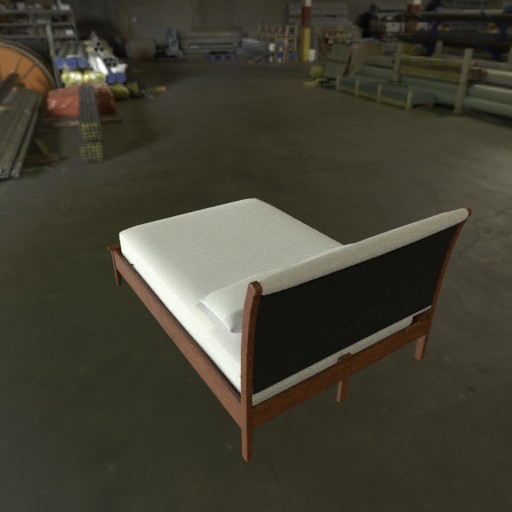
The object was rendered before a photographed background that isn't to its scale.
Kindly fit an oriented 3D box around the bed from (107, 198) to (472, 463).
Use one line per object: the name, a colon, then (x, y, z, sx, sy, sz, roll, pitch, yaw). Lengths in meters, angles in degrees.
bed: (0.000, 0.000, 3.402, 1.612, 1.250, 2.380, -18, 34, -29)
